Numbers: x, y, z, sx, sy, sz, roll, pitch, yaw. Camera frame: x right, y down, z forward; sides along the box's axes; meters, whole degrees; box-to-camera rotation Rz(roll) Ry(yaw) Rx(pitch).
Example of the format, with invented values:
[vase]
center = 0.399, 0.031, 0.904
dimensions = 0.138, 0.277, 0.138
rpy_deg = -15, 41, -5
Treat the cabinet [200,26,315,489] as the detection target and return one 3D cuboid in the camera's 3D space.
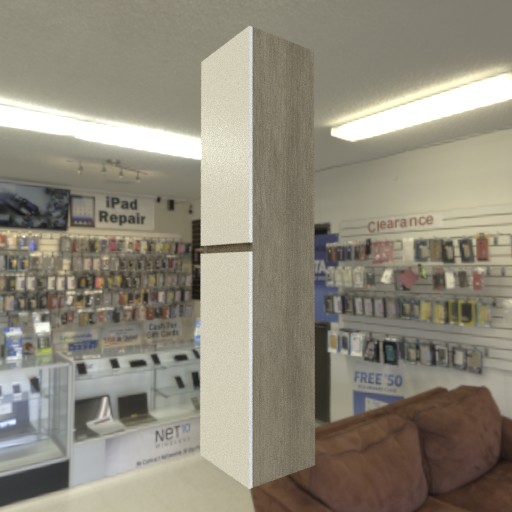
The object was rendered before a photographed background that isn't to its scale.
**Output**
[cabinet]
center = 0.000, 0.000, 1.539
dimensions = 0.270, 1.400, 0.300
rpy_deg = 1, -2, -36
